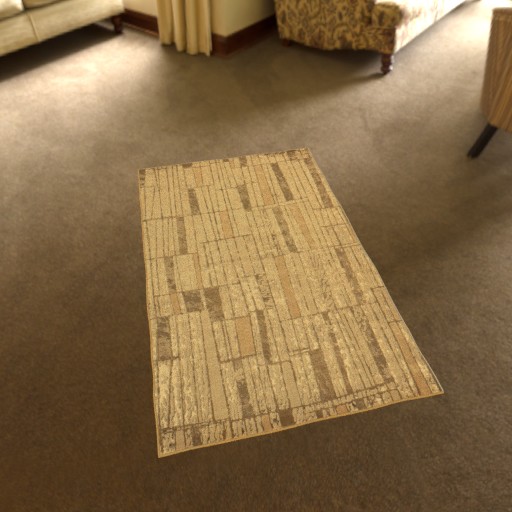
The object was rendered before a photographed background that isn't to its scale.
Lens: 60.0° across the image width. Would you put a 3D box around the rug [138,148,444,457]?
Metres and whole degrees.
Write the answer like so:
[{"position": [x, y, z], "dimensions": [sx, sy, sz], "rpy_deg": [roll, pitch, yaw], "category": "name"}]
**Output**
[{"position": [0.000, 0.000, 3.089], "dimensions": [1.531, 0.023, 2.444], "rpy_deg": [-9, 47, -9], "category": "rug"}]
